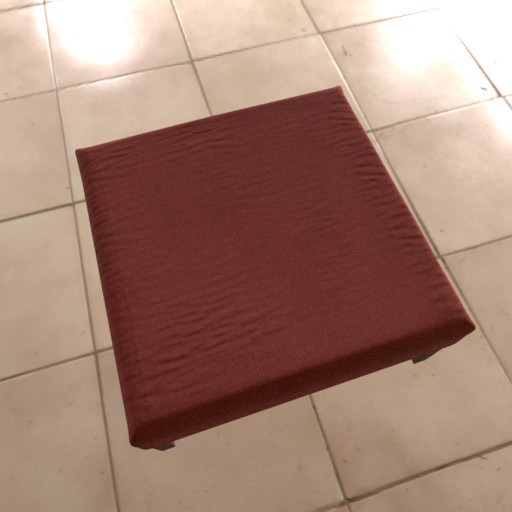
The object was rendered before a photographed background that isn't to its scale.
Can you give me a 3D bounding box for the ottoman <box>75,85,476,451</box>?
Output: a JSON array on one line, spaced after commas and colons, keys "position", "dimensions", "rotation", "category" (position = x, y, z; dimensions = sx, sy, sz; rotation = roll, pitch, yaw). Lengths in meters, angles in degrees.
[{"position": [0.000, 0.000, 1.379], "dimensions": [0.890, 0.411, 0.889], "rotation": [-16, 65, -8], "category": "ottoman"}]
